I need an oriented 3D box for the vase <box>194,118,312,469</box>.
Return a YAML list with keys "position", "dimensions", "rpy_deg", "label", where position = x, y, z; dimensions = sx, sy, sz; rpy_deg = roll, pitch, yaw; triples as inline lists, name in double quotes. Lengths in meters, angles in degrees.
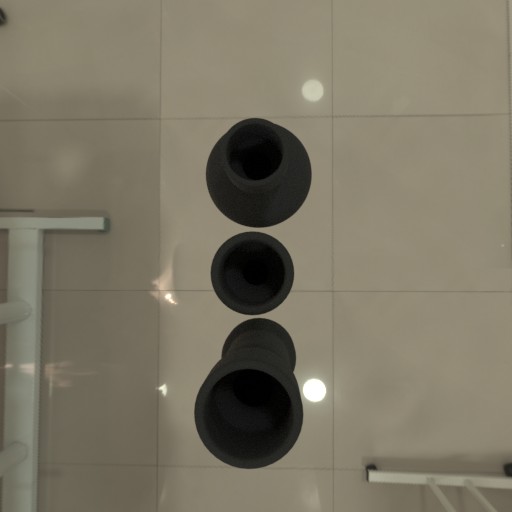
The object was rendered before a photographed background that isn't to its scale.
- position: [0.000, 0.000, 0.429]
  dimensions: [0.120, 0.249, 0.307]
  rpy_deg: [0, 88, 2]
  label: "vase"
